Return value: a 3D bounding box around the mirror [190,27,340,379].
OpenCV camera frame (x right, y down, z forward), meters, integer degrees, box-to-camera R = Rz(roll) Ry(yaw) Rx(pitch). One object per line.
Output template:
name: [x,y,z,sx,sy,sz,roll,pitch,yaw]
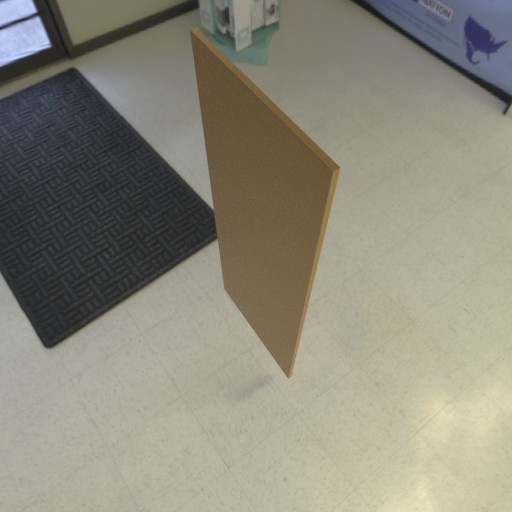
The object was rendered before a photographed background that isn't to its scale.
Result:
mirror: [0.000,0.000,2.283,0.025,2.031,0.812,-30,63,-17]
